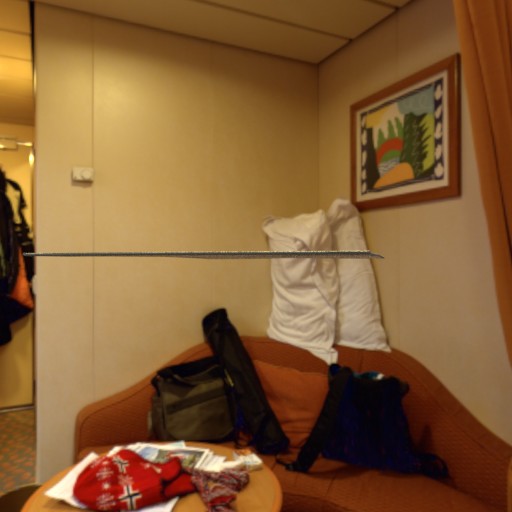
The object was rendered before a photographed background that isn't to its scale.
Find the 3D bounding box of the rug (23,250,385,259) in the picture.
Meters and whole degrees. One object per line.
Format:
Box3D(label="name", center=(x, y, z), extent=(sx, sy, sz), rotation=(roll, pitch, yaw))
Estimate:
Box3D(label="rug", center=(0.000, 0.000, 2.999), extent=(1.624, 0.030, 2.349), rotation=(0, -1, 18))
